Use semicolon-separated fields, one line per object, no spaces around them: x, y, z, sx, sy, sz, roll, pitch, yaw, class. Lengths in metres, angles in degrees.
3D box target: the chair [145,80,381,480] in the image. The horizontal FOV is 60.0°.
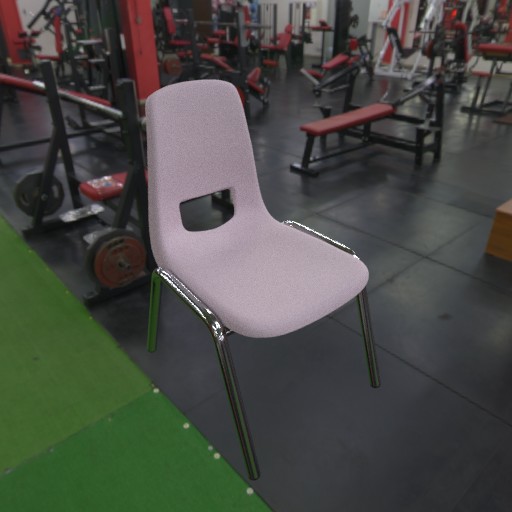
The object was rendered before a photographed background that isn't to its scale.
0.000;0.000;0.848;0.354;0.586;0.423;-22;37;-33;chair
